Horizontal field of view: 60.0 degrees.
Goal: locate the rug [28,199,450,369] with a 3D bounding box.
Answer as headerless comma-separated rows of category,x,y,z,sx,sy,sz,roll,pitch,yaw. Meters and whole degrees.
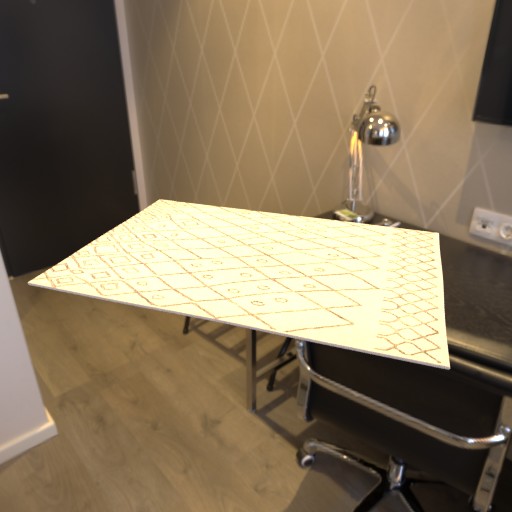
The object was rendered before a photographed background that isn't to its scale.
rug,0.000,0.000,2.311,1.828,0.015,1.222,9,28,17
